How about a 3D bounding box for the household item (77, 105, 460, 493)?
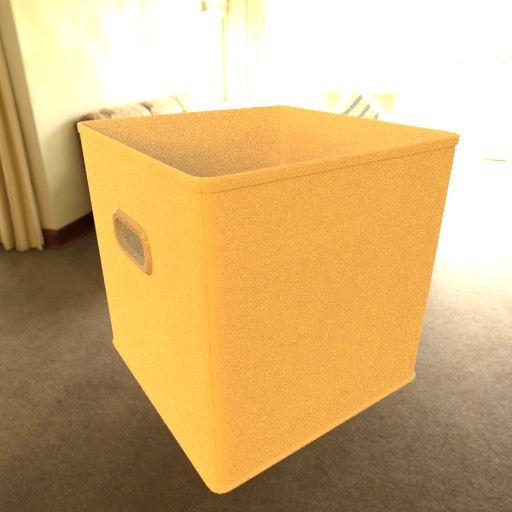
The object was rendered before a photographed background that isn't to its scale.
[{"bbox_3d":[0.000,0.000,0.539,0.305,0.305,0.305,-16,30,-31],"label":"household item"}]
